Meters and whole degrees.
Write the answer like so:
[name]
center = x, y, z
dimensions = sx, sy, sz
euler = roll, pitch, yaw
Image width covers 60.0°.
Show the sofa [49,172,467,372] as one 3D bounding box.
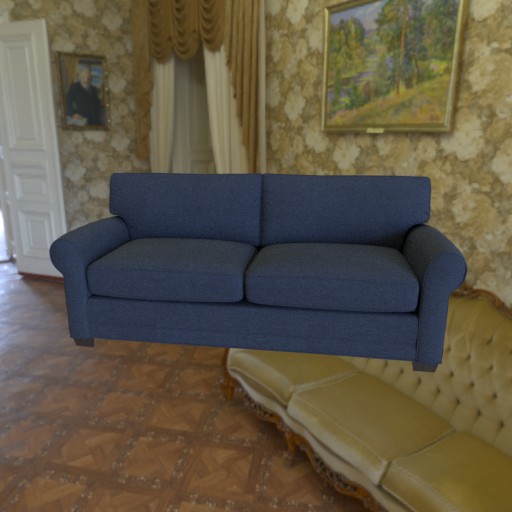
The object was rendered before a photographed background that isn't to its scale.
[sofa]
center = 0.000, 0.000, 2.895
dimensions = 2.391, 1.026, 0.954
euler = 2, 15, 9
